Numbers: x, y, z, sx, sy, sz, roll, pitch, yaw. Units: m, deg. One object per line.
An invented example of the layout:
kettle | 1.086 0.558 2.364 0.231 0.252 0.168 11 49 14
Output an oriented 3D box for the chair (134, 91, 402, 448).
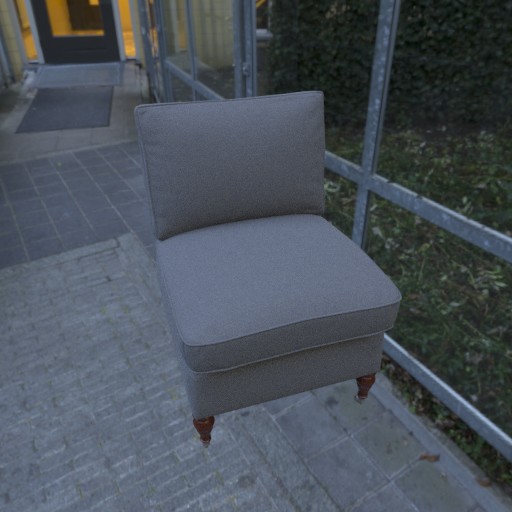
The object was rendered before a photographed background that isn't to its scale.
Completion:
chair | 0.000 0.000 1.670 0.724 1.045 0.924 -10 34 -15
